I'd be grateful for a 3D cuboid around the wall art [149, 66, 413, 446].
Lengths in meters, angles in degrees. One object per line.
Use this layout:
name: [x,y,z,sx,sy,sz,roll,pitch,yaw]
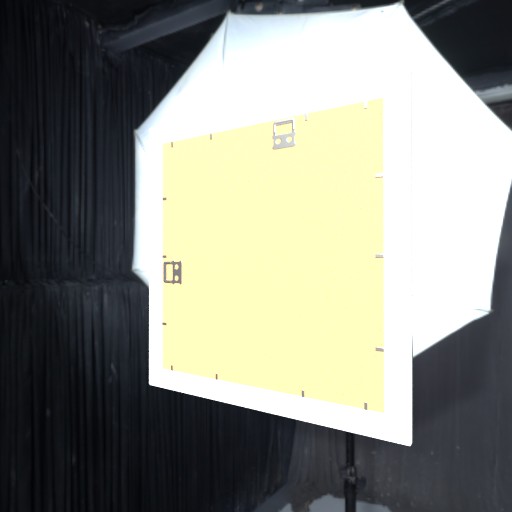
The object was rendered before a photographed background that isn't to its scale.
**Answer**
wall art: [0.000,0.000,0.850,0.584,0.584,0.013,0,0,35]
